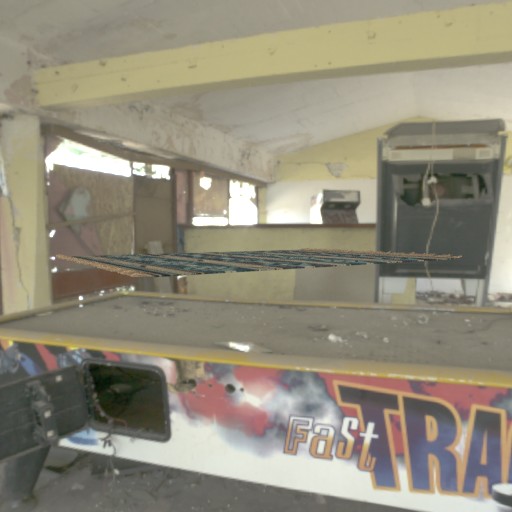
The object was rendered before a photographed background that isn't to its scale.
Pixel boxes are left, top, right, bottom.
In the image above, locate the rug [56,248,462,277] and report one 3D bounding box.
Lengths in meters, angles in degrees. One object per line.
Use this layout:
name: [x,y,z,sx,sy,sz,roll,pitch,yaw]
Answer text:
rug: [0.000,0.000,4.416,3.307,0.047,2.418,-2,4,-34]
